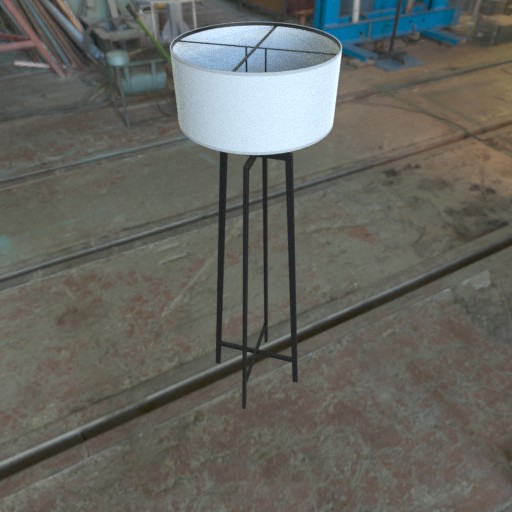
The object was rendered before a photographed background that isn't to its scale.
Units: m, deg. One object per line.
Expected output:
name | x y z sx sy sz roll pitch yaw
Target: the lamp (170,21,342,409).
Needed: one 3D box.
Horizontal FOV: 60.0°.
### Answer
lamp | 0.000 0.000 1.685 0.457 1.510 0.456 11 42 12
